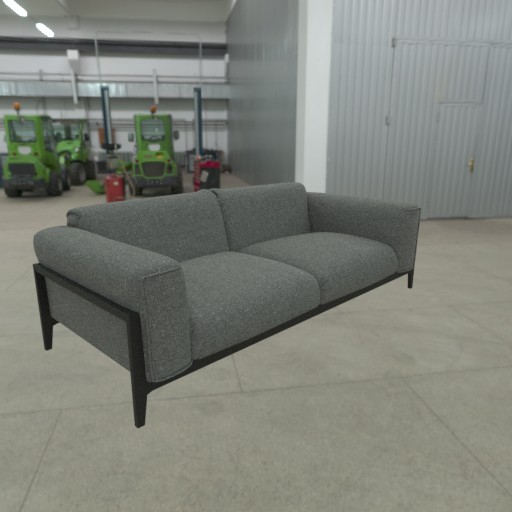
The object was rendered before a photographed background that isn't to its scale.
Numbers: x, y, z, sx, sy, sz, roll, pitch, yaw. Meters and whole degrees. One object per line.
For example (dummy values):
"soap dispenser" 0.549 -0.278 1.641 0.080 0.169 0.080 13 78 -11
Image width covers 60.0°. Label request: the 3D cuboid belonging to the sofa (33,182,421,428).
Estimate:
"sofa" 0.000 0.000 2.530 0.985 0.703 2.125 15 21 43
